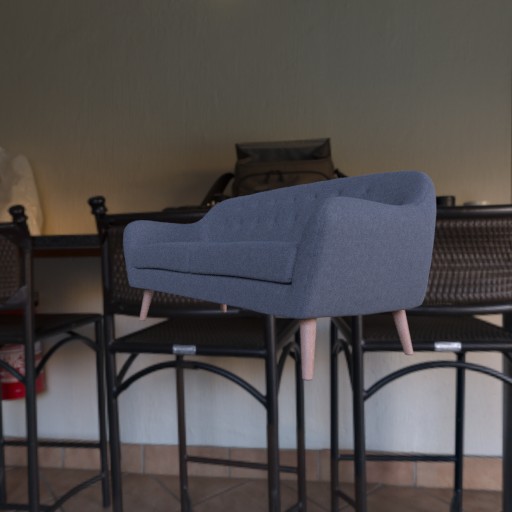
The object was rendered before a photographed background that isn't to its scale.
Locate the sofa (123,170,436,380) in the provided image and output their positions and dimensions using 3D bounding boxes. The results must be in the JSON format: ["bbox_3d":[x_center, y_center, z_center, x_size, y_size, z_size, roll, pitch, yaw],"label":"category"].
[{"bbox_3d":[0.000,0.000,2.328,0.820,0.820,1.840,-1,2,-36],"label":"sofa"}]
